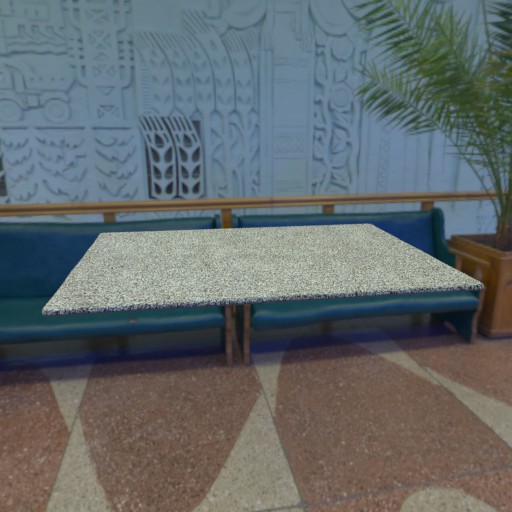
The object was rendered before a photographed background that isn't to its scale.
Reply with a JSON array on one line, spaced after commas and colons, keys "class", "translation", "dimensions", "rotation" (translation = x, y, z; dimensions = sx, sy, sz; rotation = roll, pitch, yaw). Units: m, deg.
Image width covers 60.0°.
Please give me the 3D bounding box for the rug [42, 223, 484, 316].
[{"class": "rug", "translation": [0.000, 0.000, 2.324], "dimensions": [1.778, 0.030, 1.219], "rotation": [-3, 17, -9]}]
